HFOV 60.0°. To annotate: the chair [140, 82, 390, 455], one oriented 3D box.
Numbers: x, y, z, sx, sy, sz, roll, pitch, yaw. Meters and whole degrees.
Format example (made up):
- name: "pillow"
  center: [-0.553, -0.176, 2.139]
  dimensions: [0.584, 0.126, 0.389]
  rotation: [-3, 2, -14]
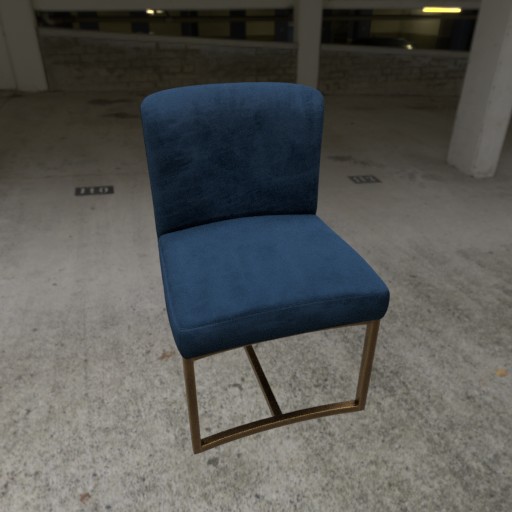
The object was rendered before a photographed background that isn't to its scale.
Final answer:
- name: "chair"
  center: [0.000, 0.000, 1.219]
  dimensions: [0.530, 0.824, 0.560]
  rotation: [-9, 31, -15]
